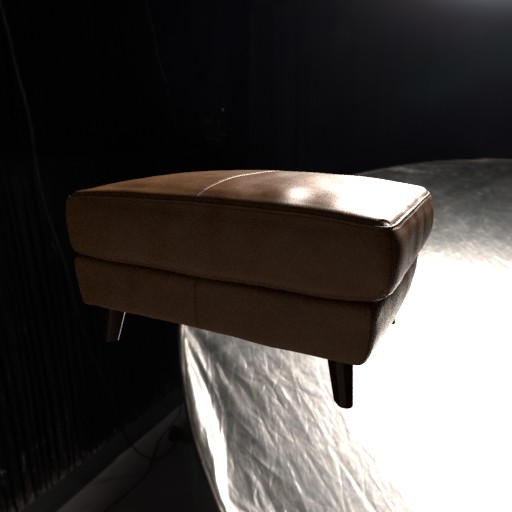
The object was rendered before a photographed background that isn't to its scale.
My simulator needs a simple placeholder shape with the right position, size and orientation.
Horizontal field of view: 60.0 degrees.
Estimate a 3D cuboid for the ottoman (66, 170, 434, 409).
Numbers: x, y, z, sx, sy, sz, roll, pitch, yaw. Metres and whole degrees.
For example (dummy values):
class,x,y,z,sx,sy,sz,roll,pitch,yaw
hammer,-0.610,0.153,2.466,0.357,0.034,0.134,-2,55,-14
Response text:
class,x,y,z,sx,sy,sz,roll,pitch,yaw
ottoman,0.000,0.000,1.248,0.869,0.461,0.630,8,18,26
